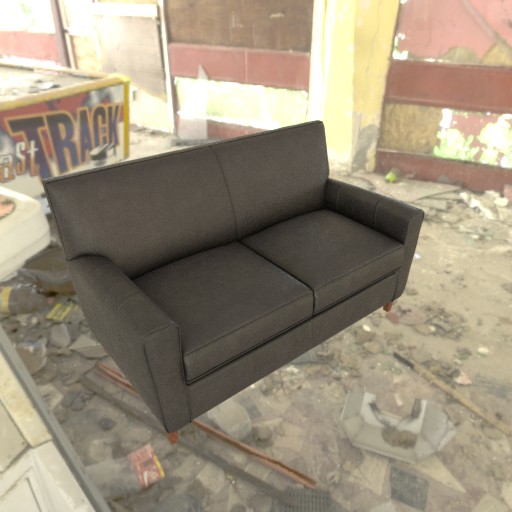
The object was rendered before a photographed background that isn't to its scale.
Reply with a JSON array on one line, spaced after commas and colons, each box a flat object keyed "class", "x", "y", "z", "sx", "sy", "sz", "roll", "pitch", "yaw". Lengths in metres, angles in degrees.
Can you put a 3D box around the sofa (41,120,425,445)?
[{"class": "sofa", "x": 0.000, "y": 0.000, "z": 2.032, "sx": 1.473, "sy": 0.871, "sz": 0.787, "roll": -22, "pitch": 37, "yaw": -32}]
